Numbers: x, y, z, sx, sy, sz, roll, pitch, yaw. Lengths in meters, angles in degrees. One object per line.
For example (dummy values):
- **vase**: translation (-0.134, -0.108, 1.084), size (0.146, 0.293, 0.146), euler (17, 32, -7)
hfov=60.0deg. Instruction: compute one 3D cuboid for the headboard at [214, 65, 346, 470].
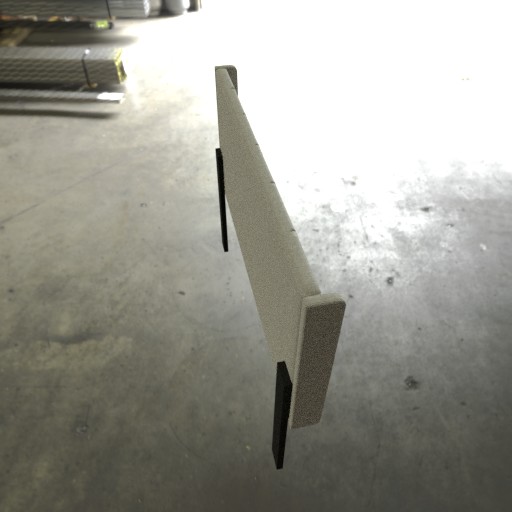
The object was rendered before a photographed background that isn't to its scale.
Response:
- **headboard**: translation (0.000, 0.000, 2.708), size (0.184, 1.524, 2.051), euler (-9, 45, -9)
